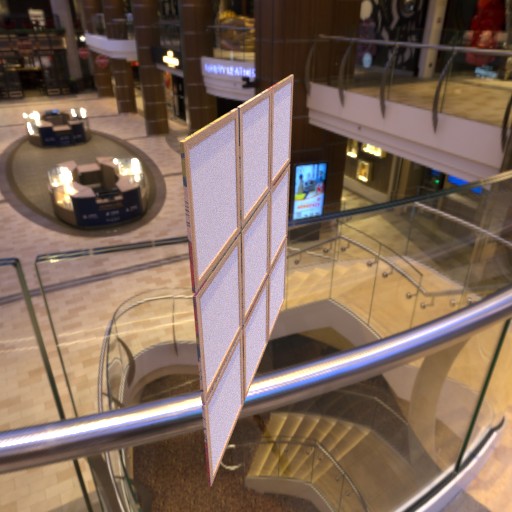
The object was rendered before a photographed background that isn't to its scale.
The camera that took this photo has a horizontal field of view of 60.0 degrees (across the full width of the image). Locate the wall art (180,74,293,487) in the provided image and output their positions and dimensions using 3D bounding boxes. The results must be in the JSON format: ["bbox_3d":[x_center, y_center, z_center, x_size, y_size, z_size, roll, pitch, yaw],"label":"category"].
[{"bbox_3d":[0.000,0.000,2.238,0.013,1.534,1.519,8,30,14],"label":"wall art"}]
